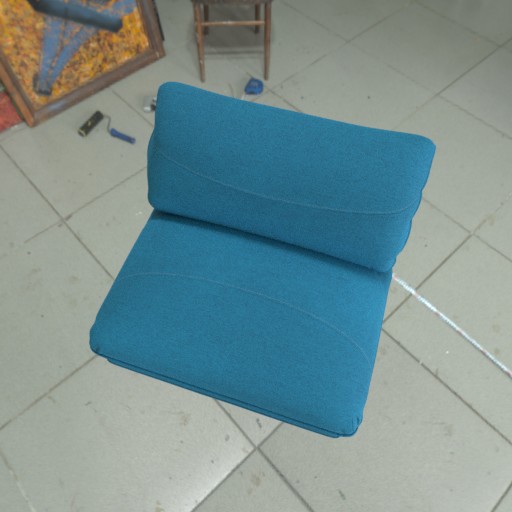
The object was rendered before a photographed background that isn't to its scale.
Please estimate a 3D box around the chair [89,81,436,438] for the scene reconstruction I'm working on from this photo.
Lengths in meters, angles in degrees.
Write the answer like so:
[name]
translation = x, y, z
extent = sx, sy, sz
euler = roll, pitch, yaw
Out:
[chair]
translation = 0.000, 0.000, 1.308
extent = 0.820, 0.580, 0.780
euler = 16, 60, 9
